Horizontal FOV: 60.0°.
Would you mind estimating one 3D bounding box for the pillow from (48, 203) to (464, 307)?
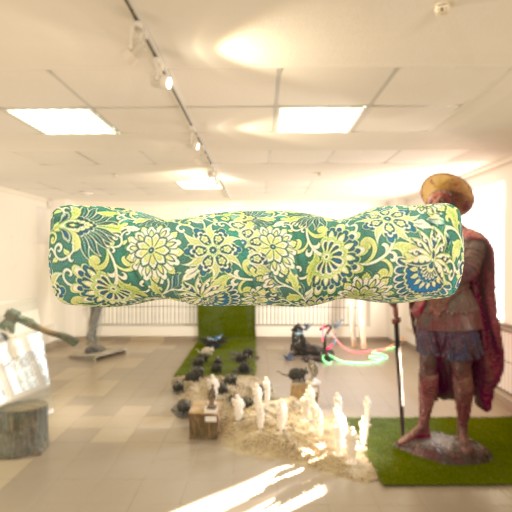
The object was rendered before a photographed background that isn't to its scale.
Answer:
[{"bbox_3d":[0.000,0.000,0.729,0.490,0.128,0.468,0,0,0],"label":"pillow"}]
